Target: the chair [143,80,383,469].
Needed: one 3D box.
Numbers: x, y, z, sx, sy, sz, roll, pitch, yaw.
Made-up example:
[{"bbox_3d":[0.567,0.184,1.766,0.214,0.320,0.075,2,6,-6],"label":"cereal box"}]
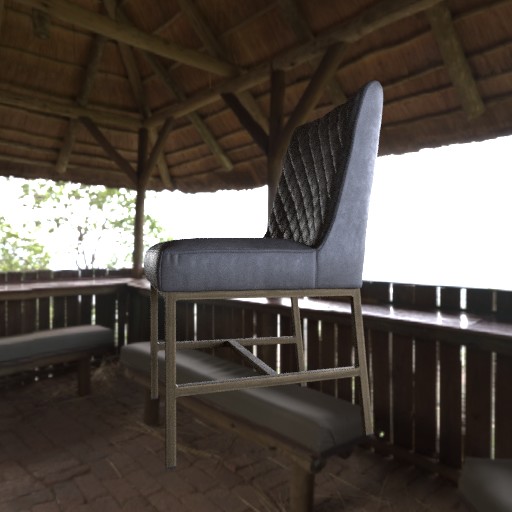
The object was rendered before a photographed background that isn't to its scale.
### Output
[{"bbox_3d":[0.000,0.000,1.234,0.587,0.889,0.508,0,1,-17],"label":"chair"}]
